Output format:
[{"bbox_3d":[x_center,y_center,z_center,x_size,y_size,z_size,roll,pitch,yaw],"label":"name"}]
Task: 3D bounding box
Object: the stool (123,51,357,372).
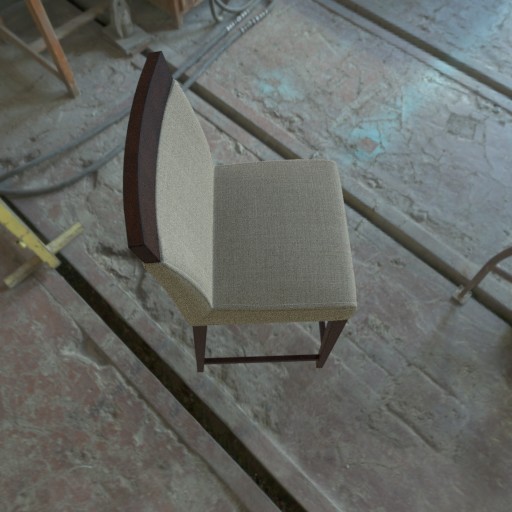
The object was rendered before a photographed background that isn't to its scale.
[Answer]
[{"bbox_3d":[0.000,0.000,1.260,0.480,1.011,0.463,-2,64,-1],"label":"stool"}]
